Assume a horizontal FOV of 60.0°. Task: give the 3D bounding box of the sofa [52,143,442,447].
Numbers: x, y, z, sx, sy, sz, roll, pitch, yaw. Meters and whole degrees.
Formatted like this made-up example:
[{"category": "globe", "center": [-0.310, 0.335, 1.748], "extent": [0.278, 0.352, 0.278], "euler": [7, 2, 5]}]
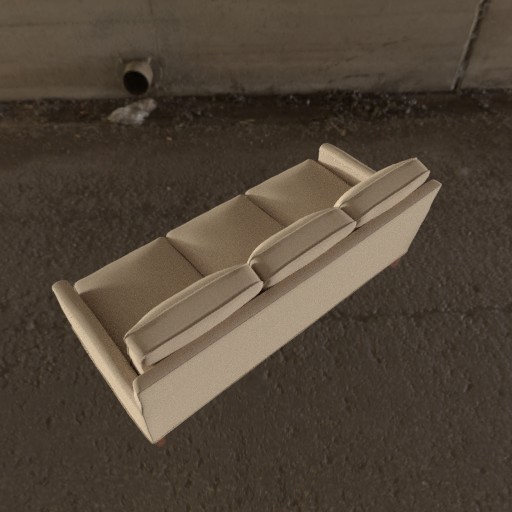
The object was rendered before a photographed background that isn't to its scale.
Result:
[{"category": "sofa", "center": [0.000, 0.000, 2.831], "extent": [2.246, 1.003, 1.084], "euler": [-32, 55, -26]}]
